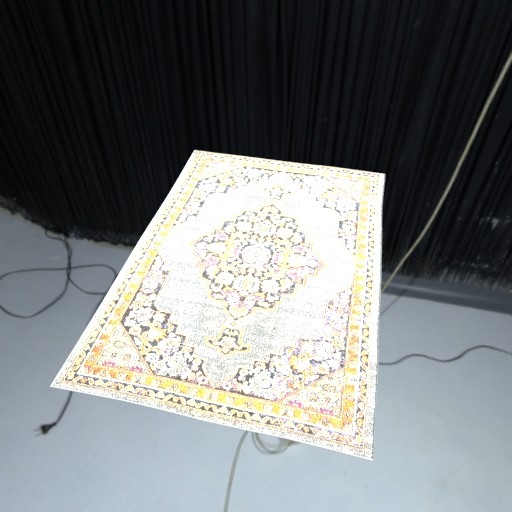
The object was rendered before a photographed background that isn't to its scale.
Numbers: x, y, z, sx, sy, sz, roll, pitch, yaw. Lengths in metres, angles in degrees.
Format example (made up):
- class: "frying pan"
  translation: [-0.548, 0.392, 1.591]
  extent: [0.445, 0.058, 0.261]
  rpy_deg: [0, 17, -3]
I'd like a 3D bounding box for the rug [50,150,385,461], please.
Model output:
- class: "rug"
  translation: [0.000, 0.000, 3.665]
  extent: [2.043, 0.026, 2.901]
  rpy_deg: [9, 46, 9]
